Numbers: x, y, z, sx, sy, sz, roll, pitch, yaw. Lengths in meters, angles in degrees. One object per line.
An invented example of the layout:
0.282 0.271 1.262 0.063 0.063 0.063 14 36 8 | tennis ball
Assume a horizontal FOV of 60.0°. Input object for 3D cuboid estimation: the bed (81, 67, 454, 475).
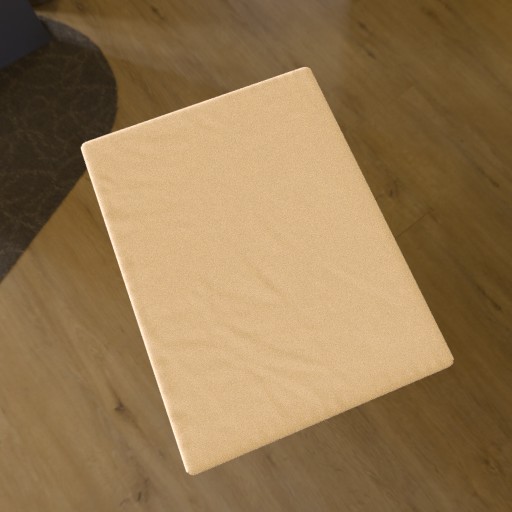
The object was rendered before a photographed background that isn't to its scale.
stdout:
0.000 0.000 2.734 1.536 0.431 2.016 -21 76 -5 | bed
